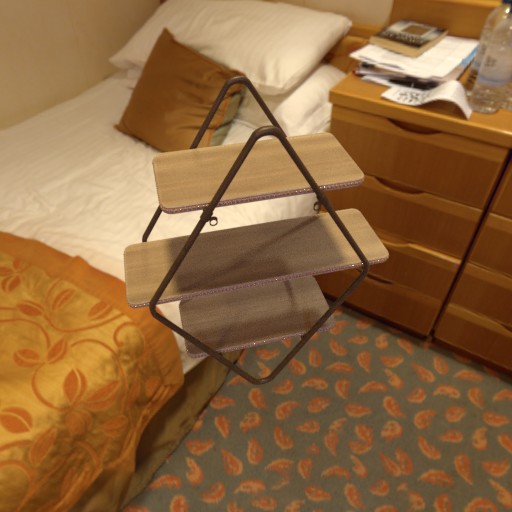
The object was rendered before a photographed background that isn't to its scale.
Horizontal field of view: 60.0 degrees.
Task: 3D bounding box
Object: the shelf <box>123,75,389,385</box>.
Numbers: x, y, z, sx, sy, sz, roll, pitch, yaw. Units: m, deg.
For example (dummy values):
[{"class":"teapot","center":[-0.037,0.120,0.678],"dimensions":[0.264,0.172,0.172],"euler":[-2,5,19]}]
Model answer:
[{"class":"shelf","center":[0.000,0.000,1.057],"dimensions":[0.609,0.774,0.234],"euler":[-10,44,-10]}]
